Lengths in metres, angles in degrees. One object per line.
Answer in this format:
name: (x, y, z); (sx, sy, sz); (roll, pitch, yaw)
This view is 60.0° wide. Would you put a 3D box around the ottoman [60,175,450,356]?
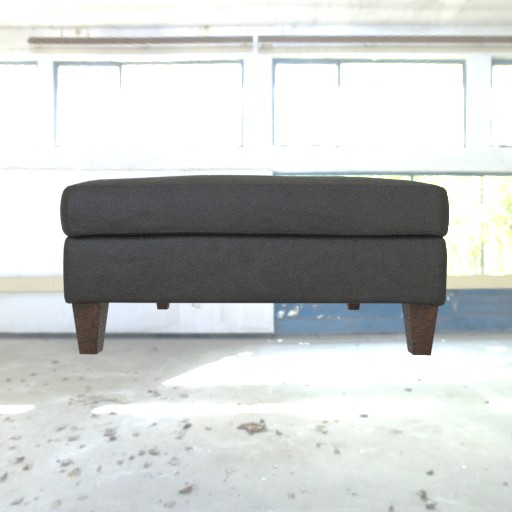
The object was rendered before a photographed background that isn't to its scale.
ottoman: (0.000, 0.000, 1.325); (0.844, 0.415, 0.836); (0, 1, 1)
